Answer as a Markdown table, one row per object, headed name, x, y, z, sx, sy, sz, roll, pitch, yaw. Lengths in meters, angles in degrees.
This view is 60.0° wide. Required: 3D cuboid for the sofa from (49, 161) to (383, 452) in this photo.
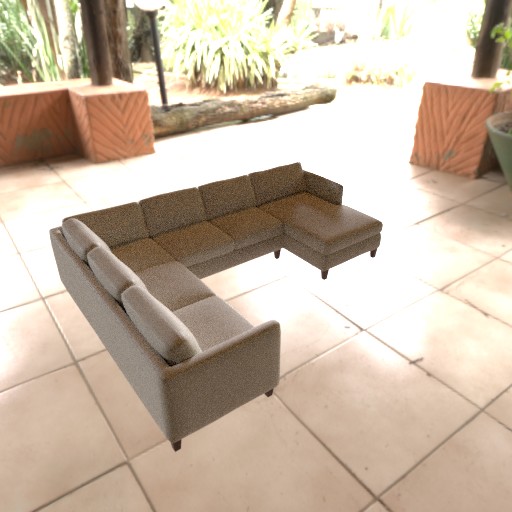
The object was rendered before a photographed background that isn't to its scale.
| name | x | y | z | sx | sy | sz | roll | pitch | yaw |
| --- | --- | --- | --- | --- | --- | --- | --- | --- | --- |
| sofa | 0.000 | 0.000 | 4.412 | 3.238 | 0.853 | 2.551 | -20 | 35 | -31 |
